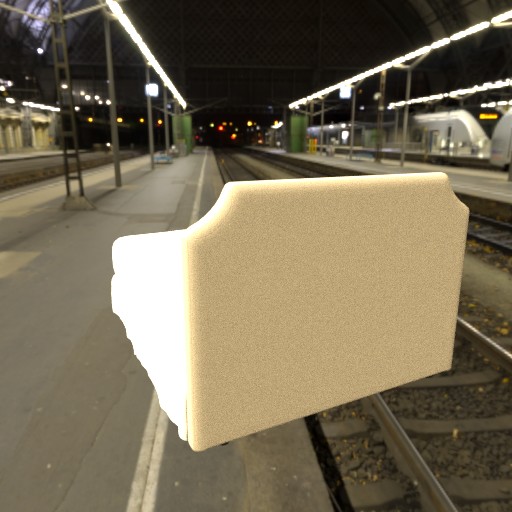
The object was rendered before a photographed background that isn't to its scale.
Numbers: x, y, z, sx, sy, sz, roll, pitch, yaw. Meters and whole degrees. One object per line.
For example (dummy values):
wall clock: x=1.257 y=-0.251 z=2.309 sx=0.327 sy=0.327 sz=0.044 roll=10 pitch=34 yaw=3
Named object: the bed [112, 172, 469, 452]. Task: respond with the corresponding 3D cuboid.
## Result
bed: x=0.000 y=0.000 z=3.826 sx=2.134 sy=1.524 sz=2.548 roll=-7 pitch=16 yaw=-26
